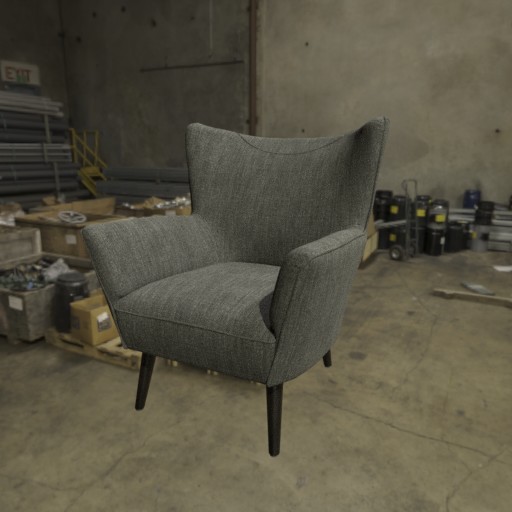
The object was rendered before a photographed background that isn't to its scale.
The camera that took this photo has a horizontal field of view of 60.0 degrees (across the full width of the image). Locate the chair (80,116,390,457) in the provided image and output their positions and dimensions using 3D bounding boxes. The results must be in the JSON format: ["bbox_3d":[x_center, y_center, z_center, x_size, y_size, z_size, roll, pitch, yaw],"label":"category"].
[{"bbox_3d":[0.000,0.000,1.552,0.781,0.933,0.888,7,15,26],"label":"chair"}]
